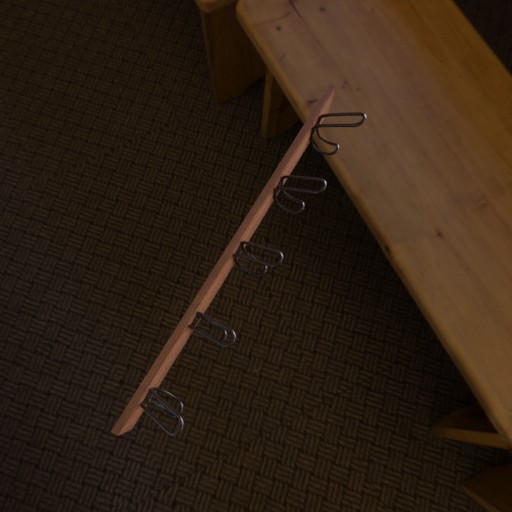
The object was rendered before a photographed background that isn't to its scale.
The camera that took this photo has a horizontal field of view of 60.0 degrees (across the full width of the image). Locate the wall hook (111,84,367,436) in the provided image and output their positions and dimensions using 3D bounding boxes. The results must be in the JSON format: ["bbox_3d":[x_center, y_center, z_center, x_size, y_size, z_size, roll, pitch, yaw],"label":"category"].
[{"bbox_3d":[0.000,0.000,0.595,0.076,0.116,0.554,30,77,7],"label":"wall hook"}]
